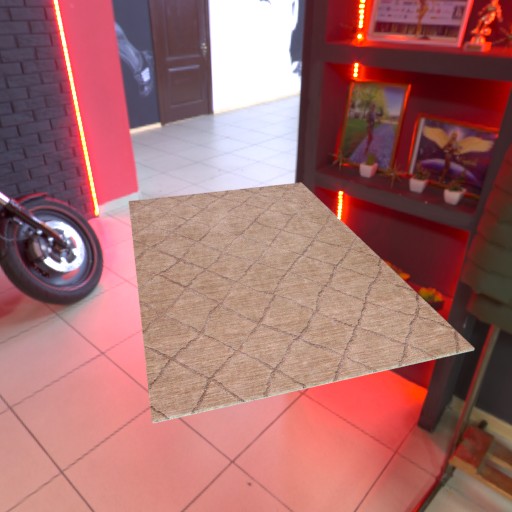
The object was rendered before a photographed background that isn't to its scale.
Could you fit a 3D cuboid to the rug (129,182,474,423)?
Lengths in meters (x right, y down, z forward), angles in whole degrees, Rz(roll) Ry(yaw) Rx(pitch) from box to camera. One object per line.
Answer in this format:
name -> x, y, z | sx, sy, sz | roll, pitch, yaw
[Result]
rug -> 0.000, 0.000, 2.885 | 1.521, 0.015, 2.280 | -8, 31, -14
